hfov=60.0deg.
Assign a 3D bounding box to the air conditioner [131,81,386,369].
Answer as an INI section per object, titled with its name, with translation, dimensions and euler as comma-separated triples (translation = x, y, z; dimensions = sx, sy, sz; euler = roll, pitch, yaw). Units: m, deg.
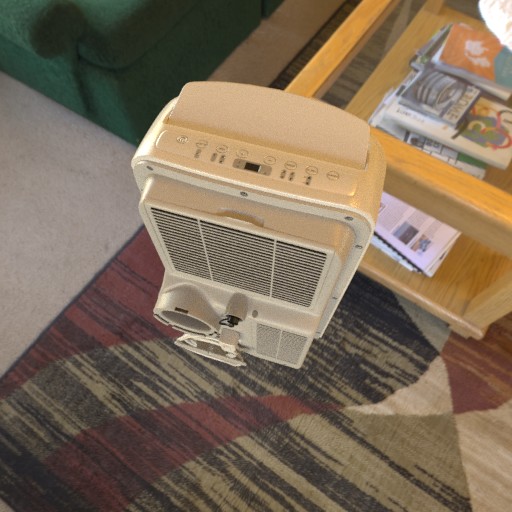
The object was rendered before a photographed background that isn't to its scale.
[air conditioner]
translation = 0.000, 0.000, 1.077
dimensions = 0.449, 0.786, 0.414
euler = 15, 66, 7
